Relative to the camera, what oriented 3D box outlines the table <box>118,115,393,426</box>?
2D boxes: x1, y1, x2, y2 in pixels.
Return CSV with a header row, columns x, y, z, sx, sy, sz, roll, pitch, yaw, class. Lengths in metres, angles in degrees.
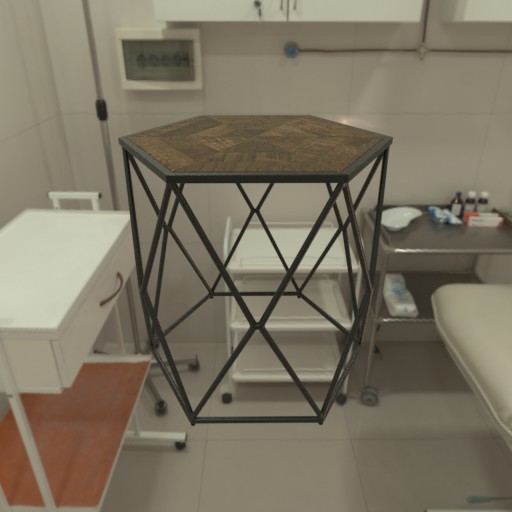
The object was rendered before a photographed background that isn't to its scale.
x,y,z,sx,sy,sz,roll,pitch,yaw,class
0.000,0.000,1.061,0.578,0.564,0.579,0,28,0,table
